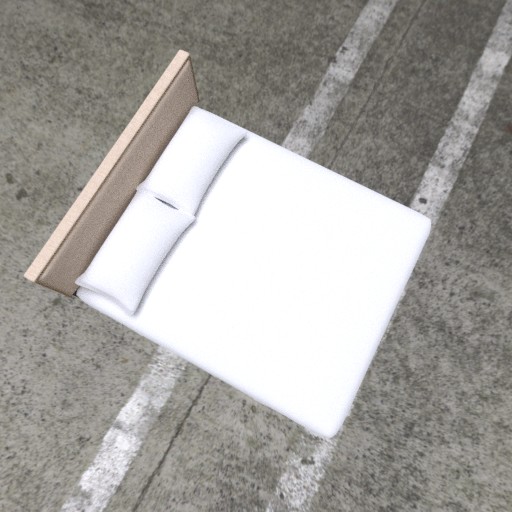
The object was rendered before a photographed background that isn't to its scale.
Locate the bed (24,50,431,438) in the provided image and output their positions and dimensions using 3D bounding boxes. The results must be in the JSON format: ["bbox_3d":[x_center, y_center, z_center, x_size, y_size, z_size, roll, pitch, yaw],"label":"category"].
[{"bbox_3d":[0.000,0.000,2.825,1.876,1.016,1.616,27,77,7],"label":"bed"}]
